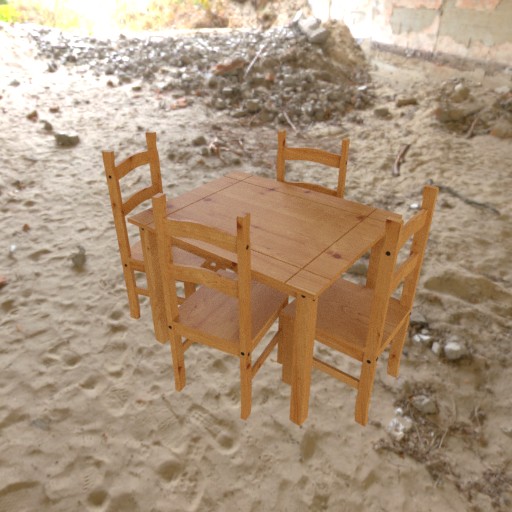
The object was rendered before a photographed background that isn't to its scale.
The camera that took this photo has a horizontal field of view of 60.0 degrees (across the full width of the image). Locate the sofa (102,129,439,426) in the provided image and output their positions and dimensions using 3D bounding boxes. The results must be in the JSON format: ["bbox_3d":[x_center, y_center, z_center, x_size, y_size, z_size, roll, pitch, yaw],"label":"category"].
[{"bbox_3d":[0.000,0.000,2.240,1.529,1.000,1.144,21,37,31],"label":"sofa"}]
